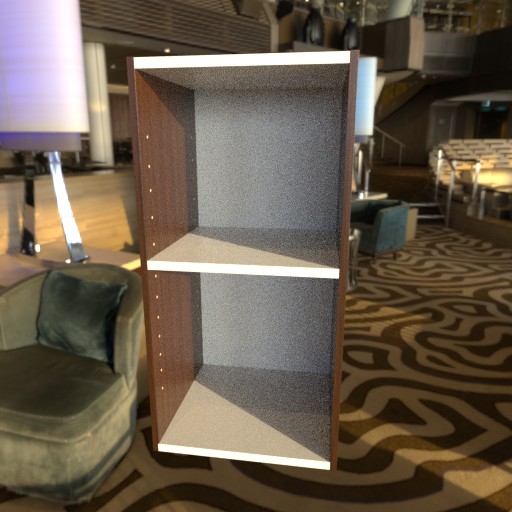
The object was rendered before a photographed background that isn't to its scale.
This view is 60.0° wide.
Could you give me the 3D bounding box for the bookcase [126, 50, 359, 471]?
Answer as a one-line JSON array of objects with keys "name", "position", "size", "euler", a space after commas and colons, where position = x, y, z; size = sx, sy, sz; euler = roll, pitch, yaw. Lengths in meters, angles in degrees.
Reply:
[{"name": "bookcase", "position": [0.000, 0.000, 0.770], "size": [0.300, 0.600, 0.290], "euler": [2, 15, 9]}]
